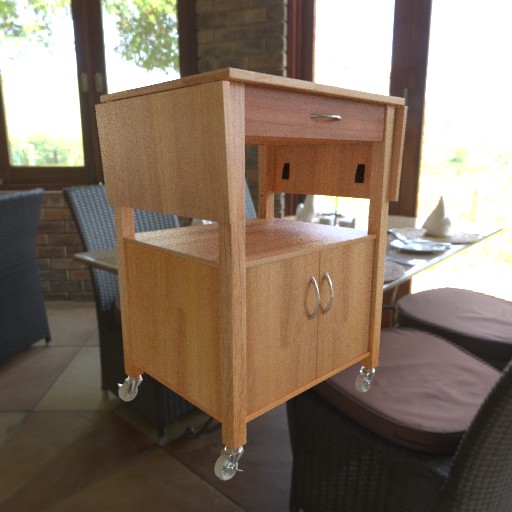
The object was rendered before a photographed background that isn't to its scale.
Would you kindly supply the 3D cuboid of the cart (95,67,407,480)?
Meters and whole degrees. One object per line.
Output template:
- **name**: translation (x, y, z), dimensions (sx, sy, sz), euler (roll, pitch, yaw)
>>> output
- **cart**: translation (0.000, 0.000, 1.233), dimensions (0.640, 0.838, 0.508), euler (-12, 17, -42)
